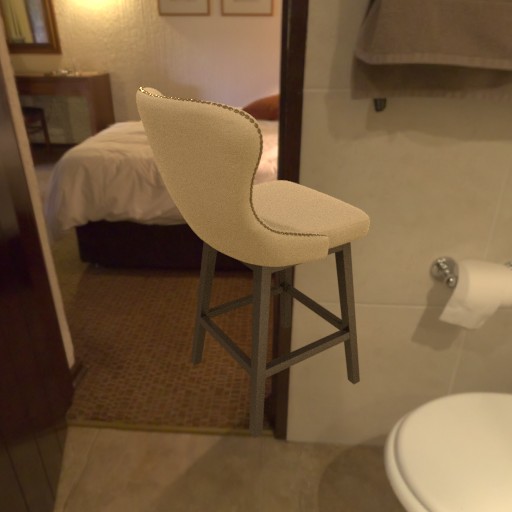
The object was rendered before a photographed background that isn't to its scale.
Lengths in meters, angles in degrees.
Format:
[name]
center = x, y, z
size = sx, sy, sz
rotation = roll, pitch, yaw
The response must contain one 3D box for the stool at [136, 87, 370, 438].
[stool]
center = 0.000, 0.000, 1.353
size = 0.593, 0.971, 0.528
rotation = -16, 31, -30
